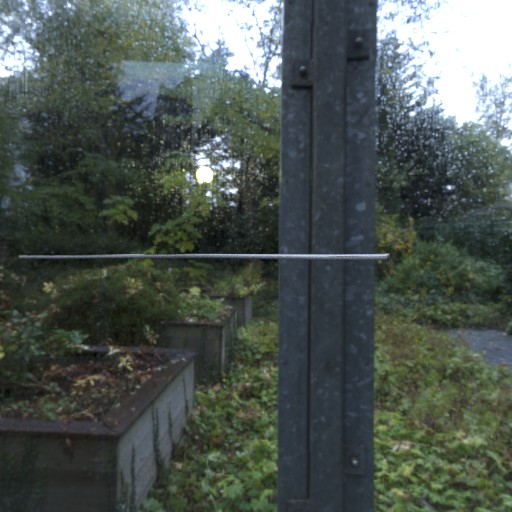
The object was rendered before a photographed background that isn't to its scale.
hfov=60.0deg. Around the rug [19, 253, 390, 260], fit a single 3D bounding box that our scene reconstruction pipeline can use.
[{"bbox_3d":[0.000,0.000,4.271,2.467,0.046,3.245,0,0,17],"label":"rug"}]
